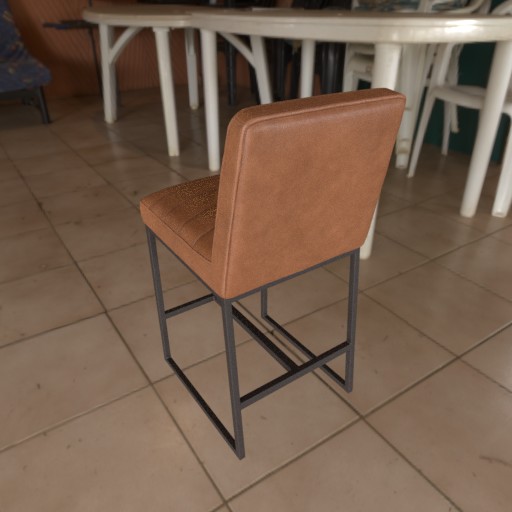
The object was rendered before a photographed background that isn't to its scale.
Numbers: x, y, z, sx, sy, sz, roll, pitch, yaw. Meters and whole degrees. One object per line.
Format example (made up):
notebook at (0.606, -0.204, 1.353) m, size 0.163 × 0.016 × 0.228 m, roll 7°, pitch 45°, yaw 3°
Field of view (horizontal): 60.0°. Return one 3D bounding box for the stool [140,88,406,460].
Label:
stool at (0.000, 0.000, 1.263) m, size 0.458 × 0.940 × 0.556 m, roll -19°, pitch 35°, yaw -30°
